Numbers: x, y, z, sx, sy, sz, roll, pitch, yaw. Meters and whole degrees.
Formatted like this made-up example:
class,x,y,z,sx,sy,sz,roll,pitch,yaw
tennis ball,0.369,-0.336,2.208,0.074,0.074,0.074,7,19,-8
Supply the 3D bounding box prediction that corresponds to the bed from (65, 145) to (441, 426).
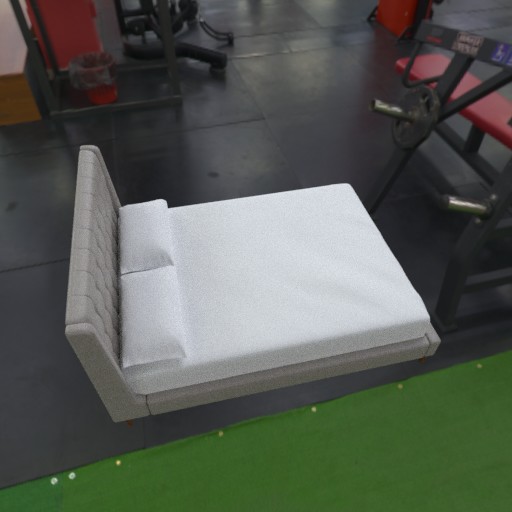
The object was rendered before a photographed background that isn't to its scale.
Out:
class,x,y,z,sx,sy,sz,roll,pitch,yaw
bed,0.000,0.000,3.214,2.232,1.147,1.656,-9,47,-9
